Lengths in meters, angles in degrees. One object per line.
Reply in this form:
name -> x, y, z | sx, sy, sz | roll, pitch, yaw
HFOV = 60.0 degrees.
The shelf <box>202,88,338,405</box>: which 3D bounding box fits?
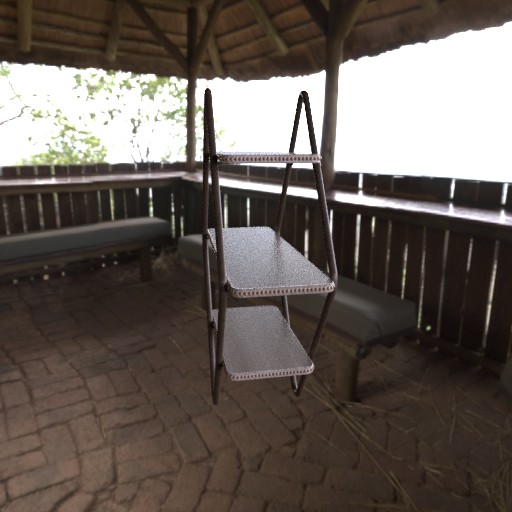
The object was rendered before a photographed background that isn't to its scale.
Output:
shelf -> 0.000, 0.000, 1.093 | 0.234, 0.774, 0.609 | -3, 14, -10
